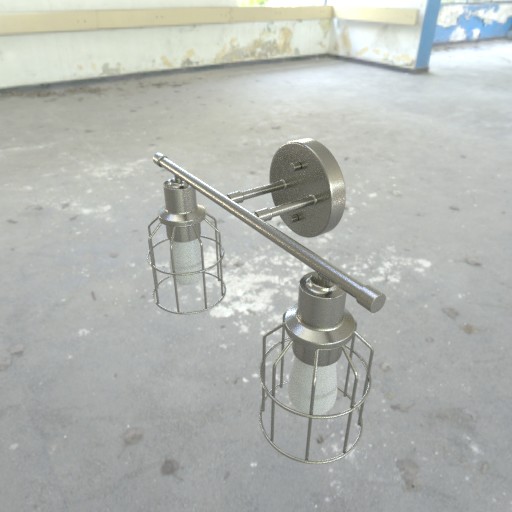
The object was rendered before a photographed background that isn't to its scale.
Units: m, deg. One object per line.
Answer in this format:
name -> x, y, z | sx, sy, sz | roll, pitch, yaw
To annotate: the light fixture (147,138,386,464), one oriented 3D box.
light fixture -> 0.000, 0.000, 0.532 | 0.165, 0.254, 0.406 | -20, 37, -29
